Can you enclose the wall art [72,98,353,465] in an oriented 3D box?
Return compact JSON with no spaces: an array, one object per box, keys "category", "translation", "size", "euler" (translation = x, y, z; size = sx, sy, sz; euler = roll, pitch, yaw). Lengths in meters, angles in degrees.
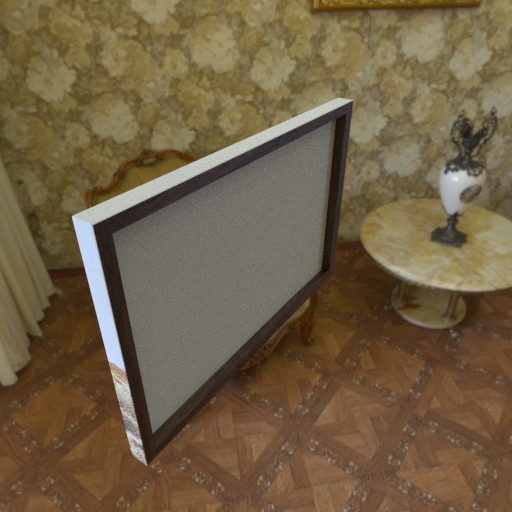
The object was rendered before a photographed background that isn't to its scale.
[{"category":"wall art","translation":[0.000,0.000,1.145],"size":[0.050,0.610,0.914],"euler":[21,38,29]}]
